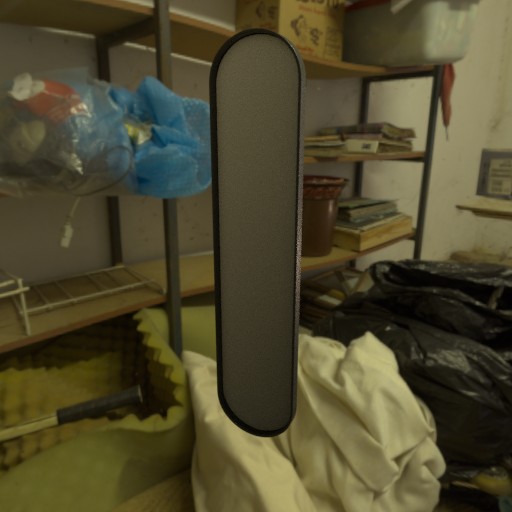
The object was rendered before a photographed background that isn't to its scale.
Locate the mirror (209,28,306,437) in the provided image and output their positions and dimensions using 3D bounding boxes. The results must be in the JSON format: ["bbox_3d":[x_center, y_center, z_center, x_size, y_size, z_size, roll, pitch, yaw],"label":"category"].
[{"bbox_3d":[0.000,0.000,1.068,0.222,0.991,0.032,8,17,26],"label":"mirror"}]
